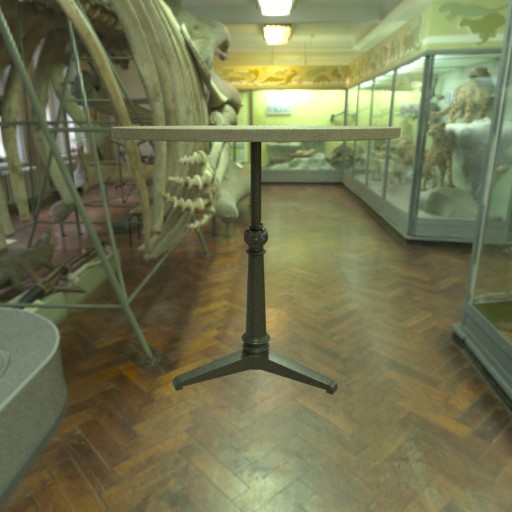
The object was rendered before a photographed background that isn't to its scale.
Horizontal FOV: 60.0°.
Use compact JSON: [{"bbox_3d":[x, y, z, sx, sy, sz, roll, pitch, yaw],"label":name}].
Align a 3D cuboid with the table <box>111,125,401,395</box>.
[{"bbox_3d":[0.000,0.000,1.394,0.800,0.780,0.800,0,17,0],"label":"table"}]
